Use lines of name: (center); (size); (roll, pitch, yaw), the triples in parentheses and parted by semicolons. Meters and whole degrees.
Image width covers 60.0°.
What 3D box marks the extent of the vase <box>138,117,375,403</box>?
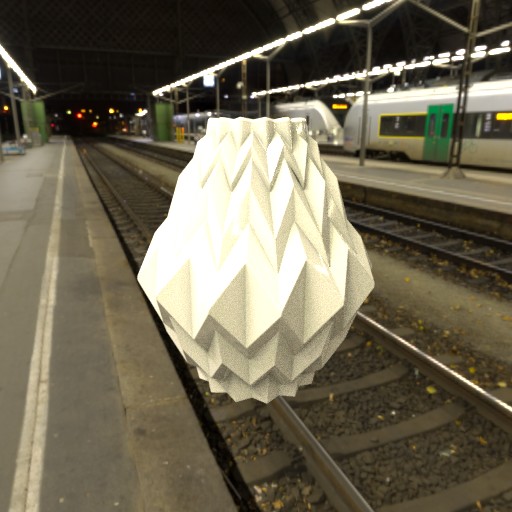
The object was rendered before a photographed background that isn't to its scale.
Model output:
vase: (0.000, 0.000, 0.312); (0.164, 0.185, 0.164); (0, 16, 0)
